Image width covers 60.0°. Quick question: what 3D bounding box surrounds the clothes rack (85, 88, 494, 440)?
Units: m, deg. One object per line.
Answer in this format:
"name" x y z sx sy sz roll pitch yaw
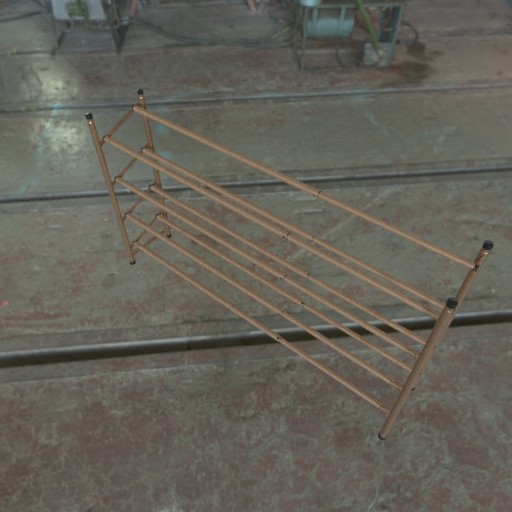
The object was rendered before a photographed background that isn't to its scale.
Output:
"clothes rack" 0.000 0.000 1.404 1.168 0.672 0.229 30 54 25
